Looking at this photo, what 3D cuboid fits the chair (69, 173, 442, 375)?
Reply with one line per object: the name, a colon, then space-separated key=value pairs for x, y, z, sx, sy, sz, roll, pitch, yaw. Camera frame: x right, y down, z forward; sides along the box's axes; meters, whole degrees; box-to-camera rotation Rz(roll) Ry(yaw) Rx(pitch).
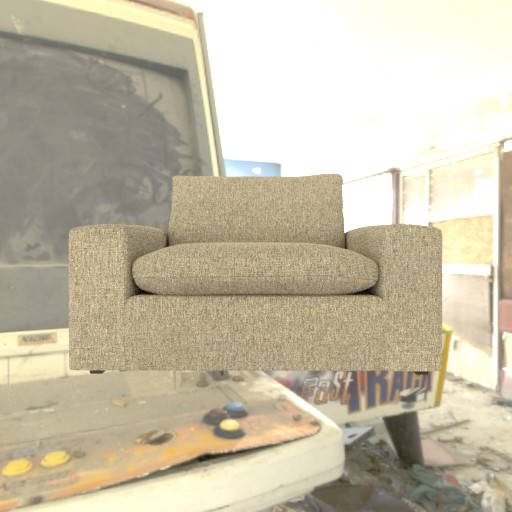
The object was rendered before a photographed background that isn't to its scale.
chair: x=0.000 y=0.000 z=2.097 sx=1.398 sy=0.915 sz=1.039 roll=0 pitch=0 yaw=1
